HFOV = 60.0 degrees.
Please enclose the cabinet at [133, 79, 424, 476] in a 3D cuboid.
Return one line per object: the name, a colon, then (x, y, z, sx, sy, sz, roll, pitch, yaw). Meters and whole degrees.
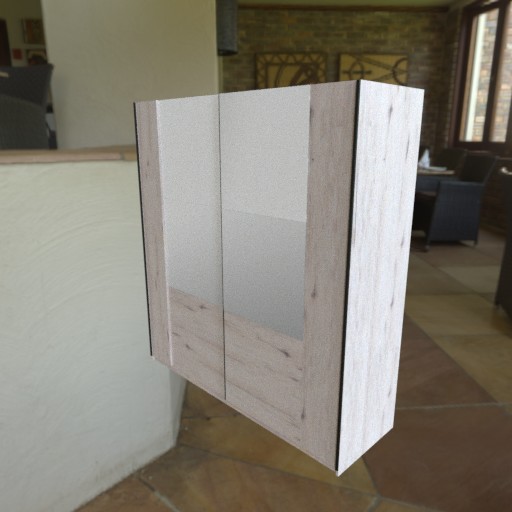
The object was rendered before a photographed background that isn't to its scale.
cabinet: (0.000, 0.000, 3.217, 0.660, 2.180, 2.000, -15, 21, -43)
